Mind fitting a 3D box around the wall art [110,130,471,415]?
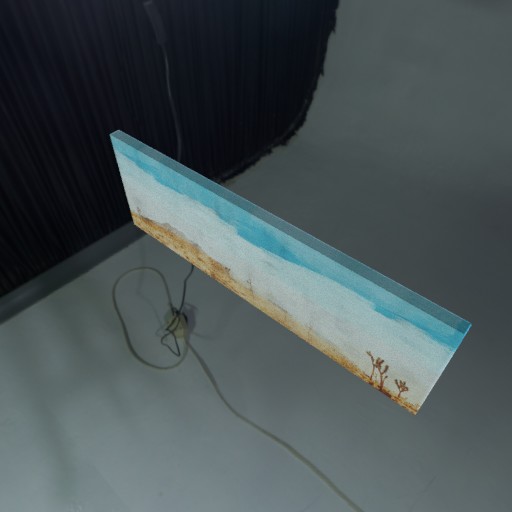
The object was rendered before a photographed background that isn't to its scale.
[{"bbox_3d":[0.000,0.000,0.856,0.759,0.254,0.044,32,54,26],"label":"wall art"}]
